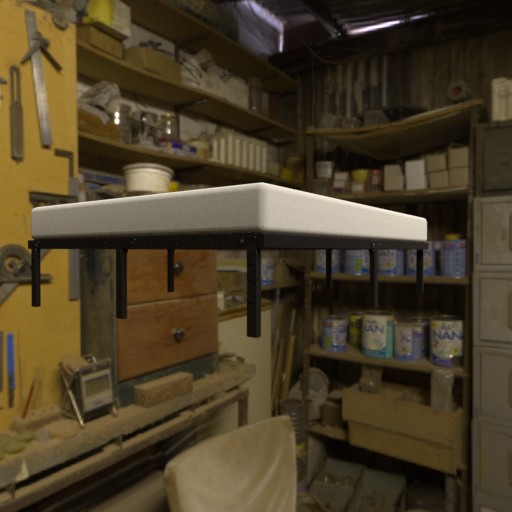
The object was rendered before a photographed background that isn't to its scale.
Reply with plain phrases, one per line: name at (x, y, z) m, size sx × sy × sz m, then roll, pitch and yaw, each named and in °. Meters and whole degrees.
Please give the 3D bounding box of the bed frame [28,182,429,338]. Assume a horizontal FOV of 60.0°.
bed frame at (0.000, 0.000, 3.536) m, size 1.990 × 0.680 × 2.635 m, roll 0°, pitch 1°, yaw 36°
